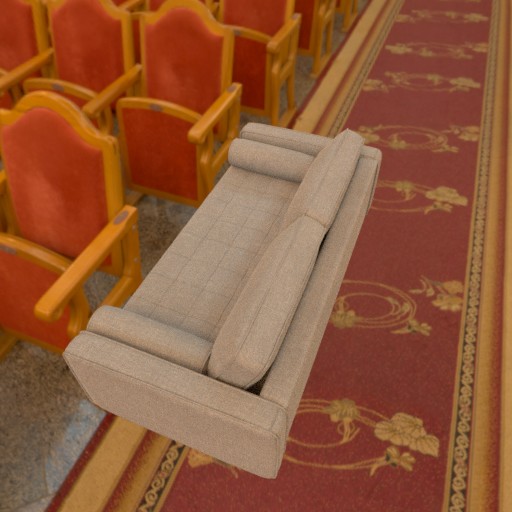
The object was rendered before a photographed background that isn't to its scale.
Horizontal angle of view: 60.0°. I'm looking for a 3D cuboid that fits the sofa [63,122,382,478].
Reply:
[{"bbox_3d":[0.000,0.000,2.313,0.914,0.762,1.879,16,48,15],"label":"sofa"}]
